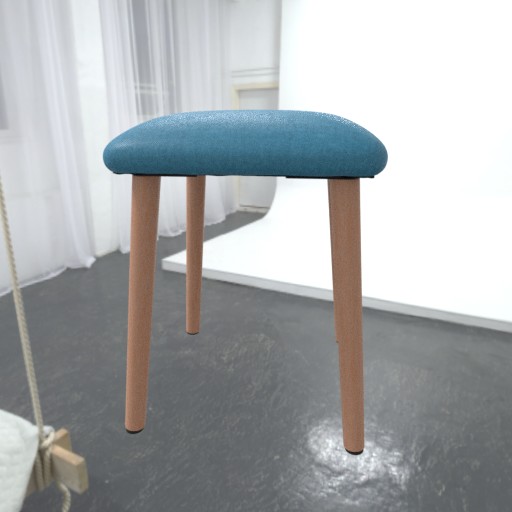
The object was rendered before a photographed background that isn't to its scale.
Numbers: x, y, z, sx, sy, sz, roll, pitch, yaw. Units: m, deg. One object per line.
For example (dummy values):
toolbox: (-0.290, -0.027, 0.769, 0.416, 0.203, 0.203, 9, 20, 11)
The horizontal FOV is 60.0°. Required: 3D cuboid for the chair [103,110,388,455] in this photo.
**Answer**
chair: (0.000, 0.000, 0.720, 0.360, 0.450, 0.360, 2, 17, 7)
